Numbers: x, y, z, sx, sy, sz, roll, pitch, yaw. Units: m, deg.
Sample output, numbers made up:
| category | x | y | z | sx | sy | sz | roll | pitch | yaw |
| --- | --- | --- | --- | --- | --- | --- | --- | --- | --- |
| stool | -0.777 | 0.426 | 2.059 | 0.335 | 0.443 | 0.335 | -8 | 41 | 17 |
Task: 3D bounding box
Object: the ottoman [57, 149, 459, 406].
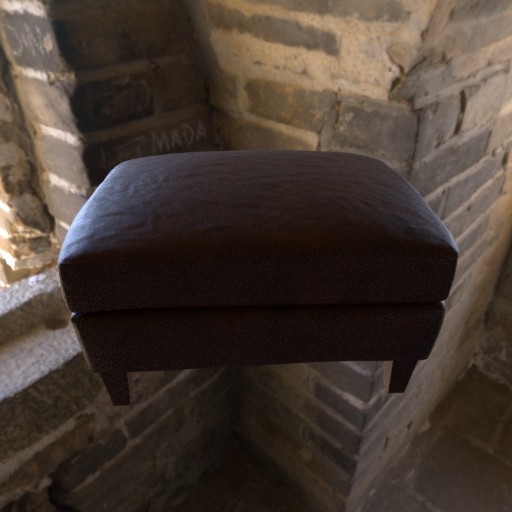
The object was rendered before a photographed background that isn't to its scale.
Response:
| category | x | y | z | sx | sy | sz | roll | pitch | yaw |
| --- | --- | --- | --- | --- | --- | --- | --- | --- | --- |
| ottoman | 0.000 | 0.000 | 1.267 | 0.887 | 0.527 | 0.659 | -2 | 31 | -3 |
